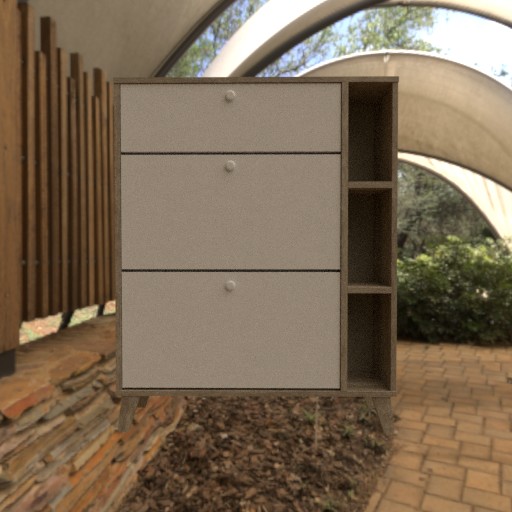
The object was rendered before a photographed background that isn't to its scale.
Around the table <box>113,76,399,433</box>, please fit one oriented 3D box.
[{"bbox_3d":[0.000,0.000,1.533,0.902,1.135,0.256,0,1,1],"label":"table"}]
